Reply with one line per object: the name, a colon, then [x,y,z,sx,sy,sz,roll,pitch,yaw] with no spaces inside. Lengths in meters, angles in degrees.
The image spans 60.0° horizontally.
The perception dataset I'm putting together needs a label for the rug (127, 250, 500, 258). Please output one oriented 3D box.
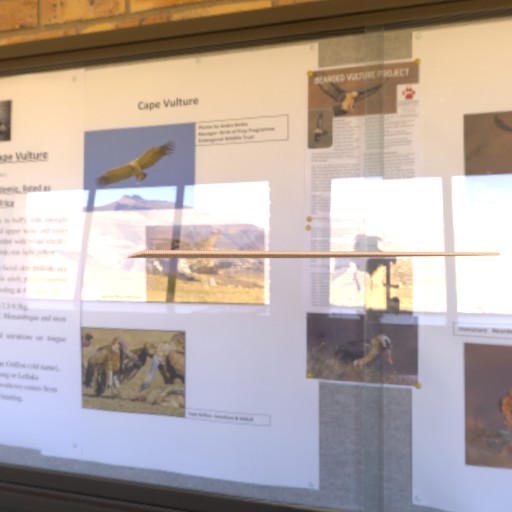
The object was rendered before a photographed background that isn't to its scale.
rug: [0.000,0.000,2.795,1.526,0.014,2.290,0,-1,-17]
